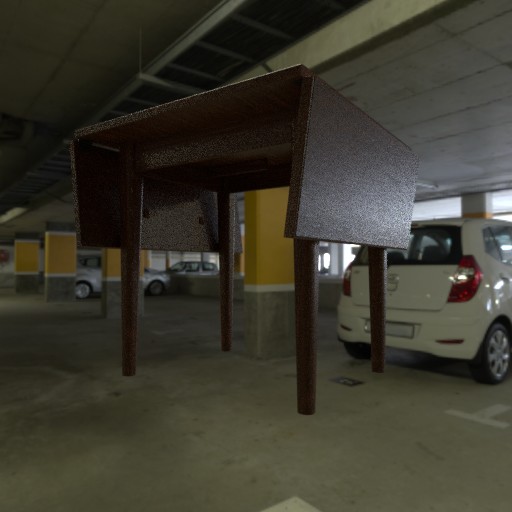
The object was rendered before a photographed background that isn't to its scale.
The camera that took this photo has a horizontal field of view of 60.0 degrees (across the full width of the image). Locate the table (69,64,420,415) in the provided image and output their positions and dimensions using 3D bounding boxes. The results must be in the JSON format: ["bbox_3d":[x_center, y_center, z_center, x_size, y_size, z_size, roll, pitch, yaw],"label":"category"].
[{"bbox_3d":[0.000,0.000,1.452,0.843,0.763,0.812,-1,-2,35],"label":"table"}]
